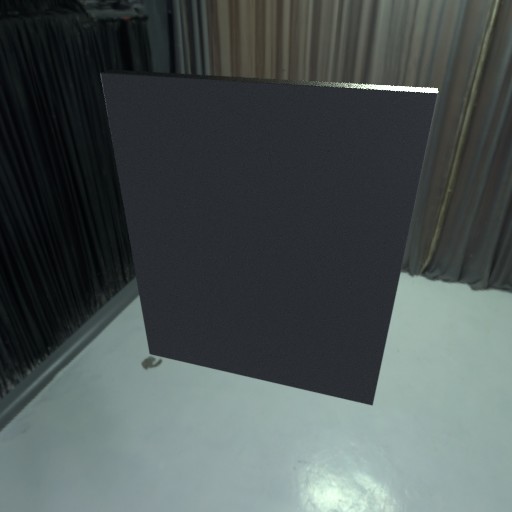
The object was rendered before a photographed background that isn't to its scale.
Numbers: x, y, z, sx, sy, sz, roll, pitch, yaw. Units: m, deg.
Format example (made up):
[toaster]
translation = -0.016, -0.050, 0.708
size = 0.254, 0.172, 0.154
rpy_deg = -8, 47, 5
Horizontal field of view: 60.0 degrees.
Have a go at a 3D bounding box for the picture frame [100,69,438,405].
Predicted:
[picture frame]
translation = 0.000, 0.000, 0.741
size = 0.460, 0.556, 0.028
rpy_deg = 9, 33, 14
